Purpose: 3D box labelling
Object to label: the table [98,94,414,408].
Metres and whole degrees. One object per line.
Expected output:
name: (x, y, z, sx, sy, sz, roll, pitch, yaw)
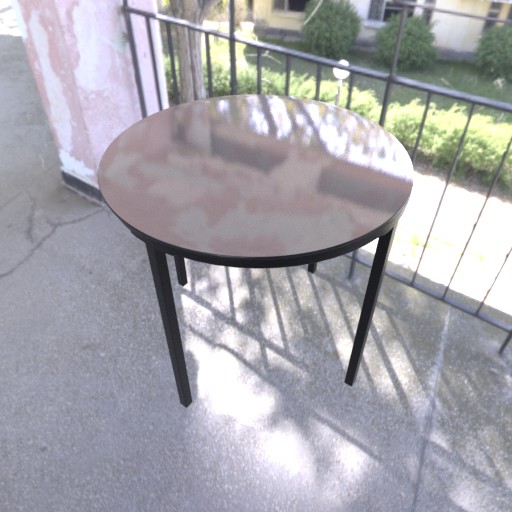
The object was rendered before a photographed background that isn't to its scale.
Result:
table: (0.000, 0.000, 0.870, 0.499, 0.443, 0.499, 0, 42, 0)
